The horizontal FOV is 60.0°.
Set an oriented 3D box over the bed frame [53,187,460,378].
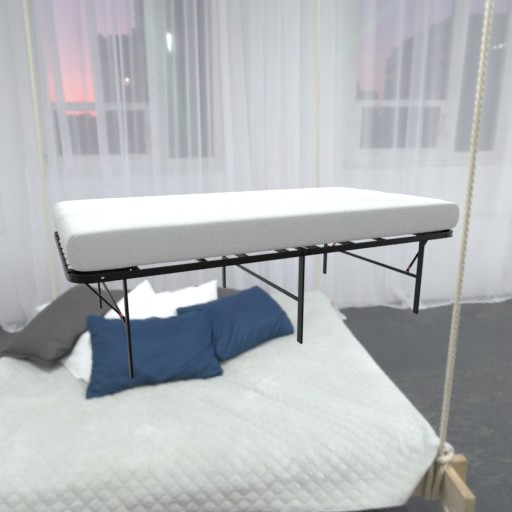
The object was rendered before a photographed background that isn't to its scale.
[{"bbox_3d":[0.000,0.000,2.356,1.903,0.619,0.989,-7,16,-26],"label":"bed frame"}]
